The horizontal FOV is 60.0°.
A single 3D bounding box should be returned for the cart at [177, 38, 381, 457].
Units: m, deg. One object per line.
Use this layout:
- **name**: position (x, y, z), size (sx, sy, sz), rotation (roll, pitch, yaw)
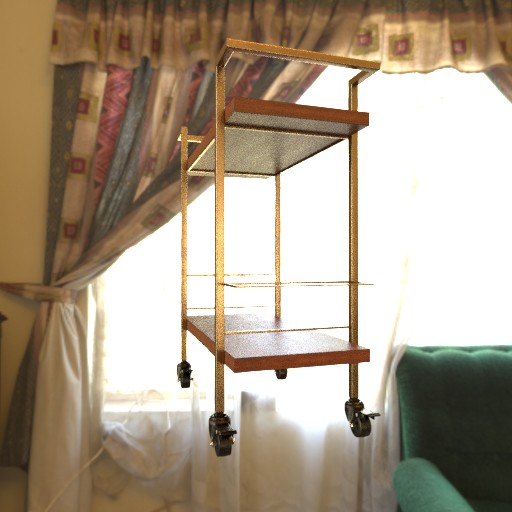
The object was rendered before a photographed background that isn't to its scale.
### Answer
- **cart**: position (0.000, 0.000, 1.200), size (0.364, 0.807, 0.695), rotation (0, 0, -18)
